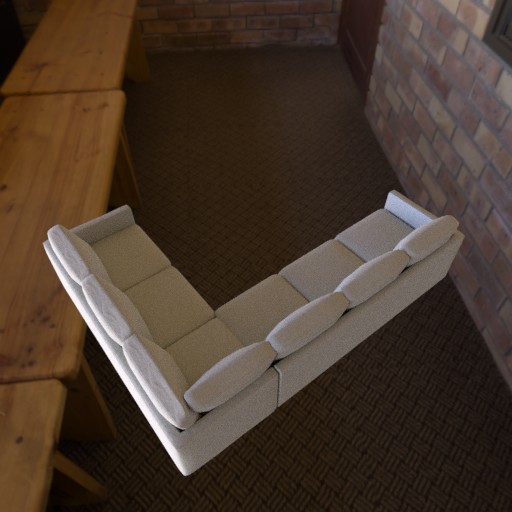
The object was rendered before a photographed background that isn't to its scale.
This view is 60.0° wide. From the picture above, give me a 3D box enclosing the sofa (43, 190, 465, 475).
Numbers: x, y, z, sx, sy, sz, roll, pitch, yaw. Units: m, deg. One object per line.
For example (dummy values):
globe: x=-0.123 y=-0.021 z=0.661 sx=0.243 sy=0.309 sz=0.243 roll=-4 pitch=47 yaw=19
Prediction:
sofa: x=0.000 y=0.000 z=4.473 sx=3.333 sy=0.934 sz=2.522 roll=-30 pitch=54 yaw=-25
